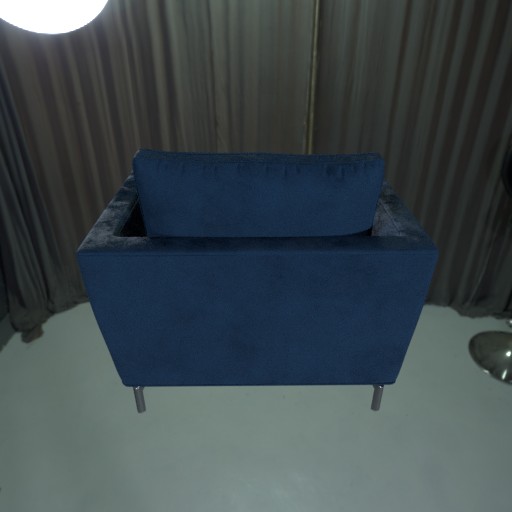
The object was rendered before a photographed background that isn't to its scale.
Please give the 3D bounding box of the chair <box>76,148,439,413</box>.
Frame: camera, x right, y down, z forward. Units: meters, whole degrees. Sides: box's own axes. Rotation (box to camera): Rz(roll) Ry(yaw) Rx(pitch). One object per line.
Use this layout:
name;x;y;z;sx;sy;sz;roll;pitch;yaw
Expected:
chair;0.000;0.000;1.593;0.977;0.893;0.746;0;30;-1
